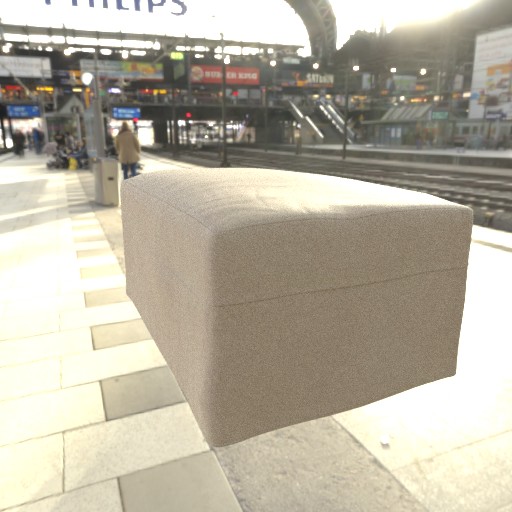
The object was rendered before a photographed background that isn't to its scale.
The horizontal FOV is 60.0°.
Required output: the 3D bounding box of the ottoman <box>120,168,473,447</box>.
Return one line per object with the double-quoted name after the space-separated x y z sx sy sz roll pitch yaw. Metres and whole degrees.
0.000 0.000 1.177 0.590 0.444 0.872 -7 17 -24 "ottoman"
